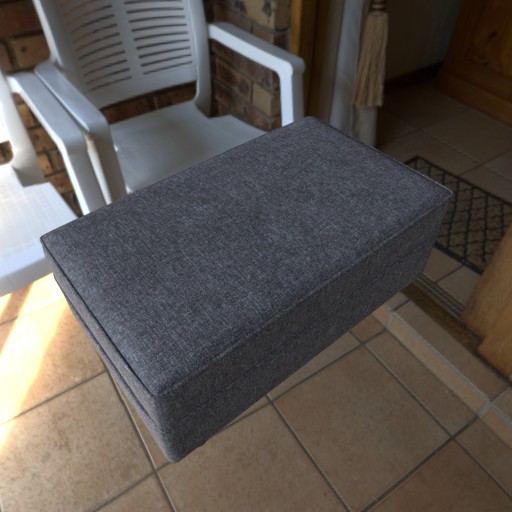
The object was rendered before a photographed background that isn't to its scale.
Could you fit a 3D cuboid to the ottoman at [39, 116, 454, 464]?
[{"bbox_3d":[0.000,0.000,1.543,1.184,0.487,0.717,-30,53,-26],"label":"ottoman"}]
